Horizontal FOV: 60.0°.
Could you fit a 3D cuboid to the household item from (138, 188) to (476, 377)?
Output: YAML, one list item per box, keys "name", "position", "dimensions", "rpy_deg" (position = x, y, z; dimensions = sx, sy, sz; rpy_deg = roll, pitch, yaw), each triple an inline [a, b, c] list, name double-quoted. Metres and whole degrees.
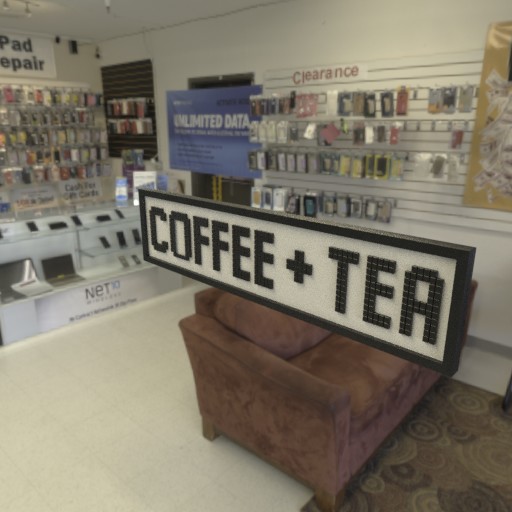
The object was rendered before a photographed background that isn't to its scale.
- name: "household item"
  position: [0.000, 0.000, 1.101]
  dimensions: [1.001, 0.236, 0.030]
  rpy_deg: [16, 23, 42]
